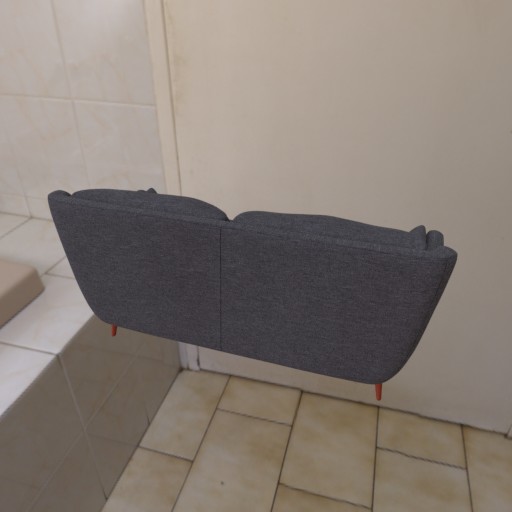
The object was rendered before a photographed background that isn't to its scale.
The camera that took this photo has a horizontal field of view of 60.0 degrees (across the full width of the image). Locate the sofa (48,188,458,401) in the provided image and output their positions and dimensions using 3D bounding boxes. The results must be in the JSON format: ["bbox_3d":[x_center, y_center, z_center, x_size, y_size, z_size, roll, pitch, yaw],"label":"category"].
[{"bbox_3d":[0.000,0.000,2.433,1.929,0.896,0.975,10,33,15],"label":"sofa"}]
